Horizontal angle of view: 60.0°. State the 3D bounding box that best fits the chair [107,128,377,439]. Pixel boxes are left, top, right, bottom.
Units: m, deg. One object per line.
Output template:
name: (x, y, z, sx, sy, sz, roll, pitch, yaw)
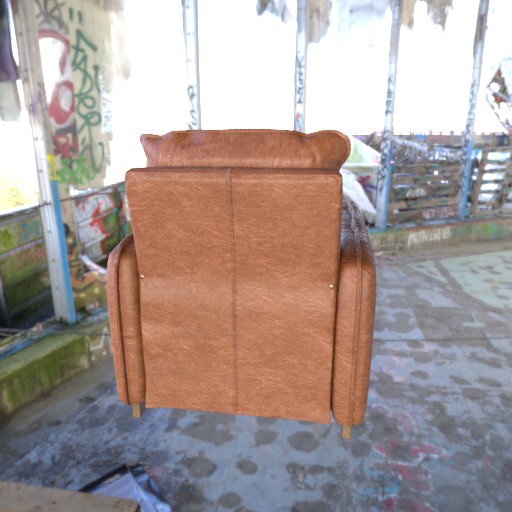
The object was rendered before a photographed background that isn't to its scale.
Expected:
chair: (0.000, 0.000, 1.657, 0.830, 0.922, 0.922, 2, 17, 8)
